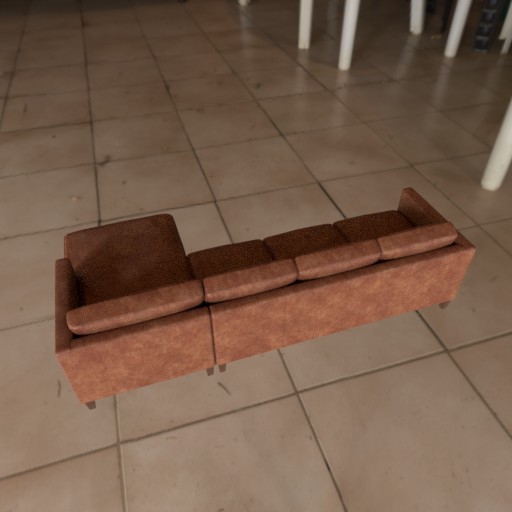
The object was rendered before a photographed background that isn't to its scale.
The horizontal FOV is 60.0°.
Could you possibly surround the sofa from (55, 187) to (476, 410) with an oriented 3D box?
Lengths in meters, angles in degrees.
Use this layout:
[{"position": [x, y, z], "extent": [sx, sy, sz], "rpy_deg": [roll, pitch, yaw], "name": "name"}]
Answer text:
[{"position": [0.000, 0.000, 3.908], "extent": [3.203, 0.883, 1.581], "rpy_deg": [-13, 44, -14], "name": "sofa"}]
